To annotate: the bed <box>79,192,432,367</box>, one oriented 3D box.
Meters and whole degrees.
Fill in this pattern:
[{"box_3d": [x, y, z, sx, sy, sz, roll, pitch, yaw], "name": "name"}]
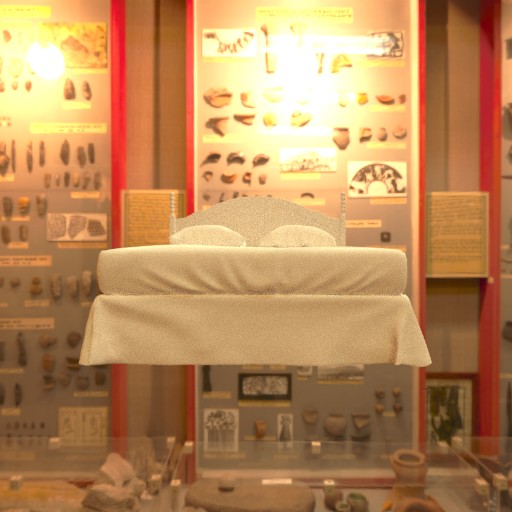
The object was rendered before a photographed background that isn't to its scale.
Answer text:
[{"box_3d": [0.000, 0.000, 3.770, 2.322, 1.355, 2.219, 0, 1, 1], "name": "bed"}]
